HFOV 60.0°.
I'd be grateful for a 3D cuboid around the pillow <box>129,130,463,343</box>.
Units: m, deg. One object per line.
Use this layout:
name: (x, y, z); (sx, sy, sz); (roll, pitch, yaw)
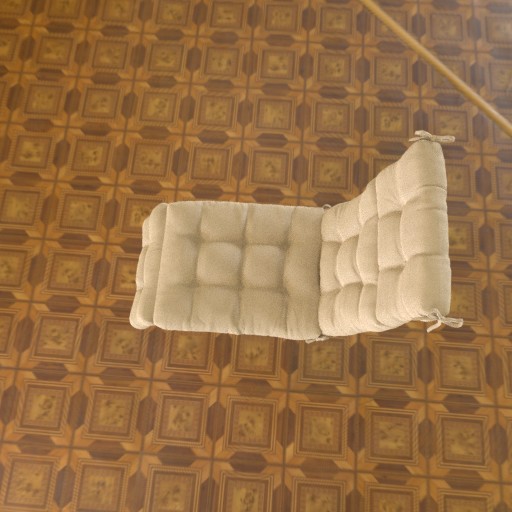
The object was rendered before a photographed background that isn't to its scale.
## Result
pillow: (0.000, 0.000, 1.498); (1.016, 0.863, 0.526); (4, 75, 1)
